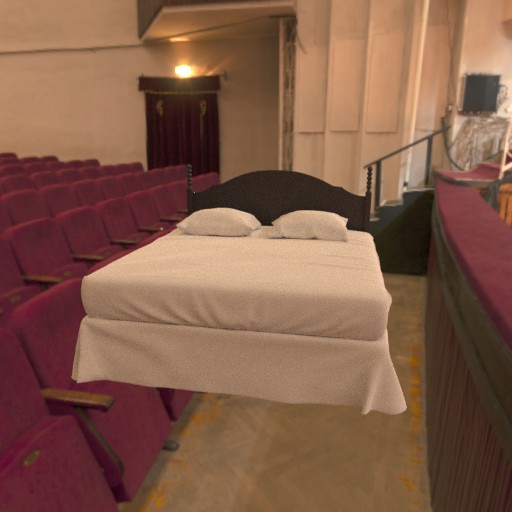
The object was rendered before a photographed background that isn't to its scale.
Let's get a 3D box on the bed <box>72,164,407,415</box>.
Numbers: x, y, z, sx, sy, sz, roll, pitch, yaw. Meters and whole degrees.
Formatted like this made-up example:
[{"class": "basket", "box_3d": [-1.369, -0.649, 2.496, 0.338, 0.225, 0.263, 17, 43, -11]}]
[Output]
[{"class": "bed", "box_3d": [0.000, 0.000, 3.661, 2.322, 1.355, 2.219, 3, 15, 11]}]
